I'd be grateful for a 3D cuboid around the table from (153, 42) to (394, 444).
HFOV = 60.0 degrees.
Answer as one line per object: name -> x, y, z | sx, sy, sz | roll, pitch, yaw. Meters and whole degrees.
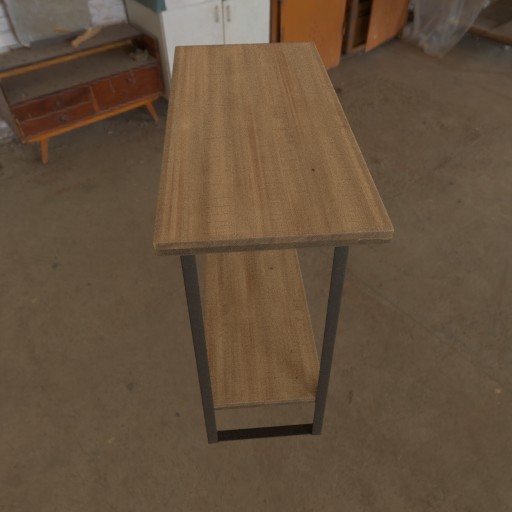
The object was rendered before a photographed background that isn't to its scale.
table -> 0.000, 0.000, 1.004 | 0.300, 0.701, 0.599 | -3, 47, -3
